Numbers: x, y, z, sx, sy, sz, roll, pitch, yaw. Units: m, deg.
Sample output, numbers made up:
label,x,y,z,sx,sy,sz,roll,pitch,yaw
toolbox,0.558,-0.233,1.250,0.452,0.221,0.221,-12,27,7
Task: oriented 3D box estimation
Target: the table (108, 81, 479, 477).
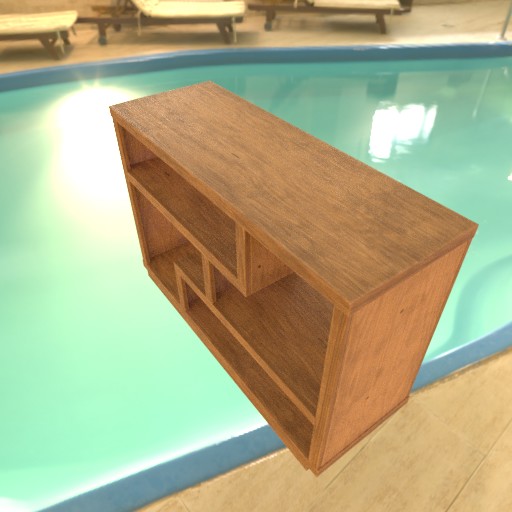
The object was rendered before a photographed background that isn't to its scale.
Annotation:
label,x,y,z,sx,sy,sz,roll,pitch,yaw
table,0.000,0.000,1.510,0.410,0.771,1.151,-26,47,-27
